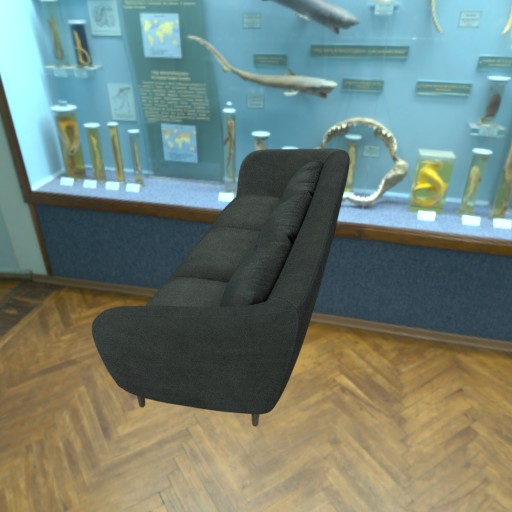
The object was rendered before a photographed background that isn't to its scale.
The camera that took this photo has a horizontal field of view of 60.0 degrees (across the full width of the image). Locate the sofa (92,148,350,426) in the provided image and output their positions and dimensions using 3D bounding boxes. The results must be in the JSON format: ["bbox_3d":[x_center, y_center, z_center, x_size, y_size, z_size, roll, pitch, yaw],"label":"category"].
[{"bbox_3d":[0.000,0.000,2.757,0.956,0.875,2.296,8,31,13],"label":"sofa"}]
